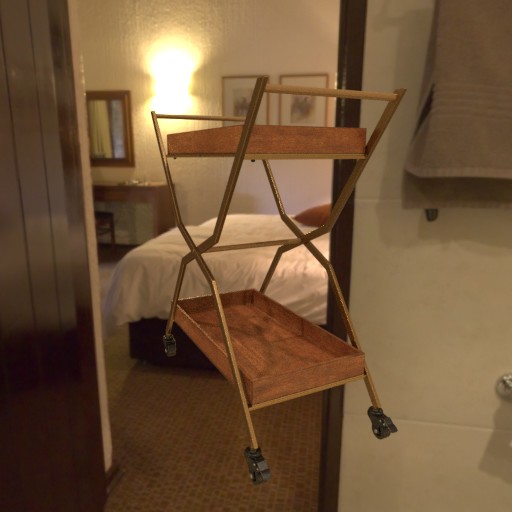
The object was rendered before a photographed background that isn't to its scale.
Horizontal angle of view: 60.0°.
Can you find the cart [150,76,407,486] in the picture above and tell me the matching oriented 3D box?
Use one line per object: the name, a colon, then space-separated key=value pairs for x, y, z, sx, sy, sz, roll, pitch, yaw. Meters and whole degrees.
cart: x=0.000 y=0.000 z=1.315 sx=0.405 sy=0.869 sz=0.836 roll=-7 pitch=15 yaw=-26
